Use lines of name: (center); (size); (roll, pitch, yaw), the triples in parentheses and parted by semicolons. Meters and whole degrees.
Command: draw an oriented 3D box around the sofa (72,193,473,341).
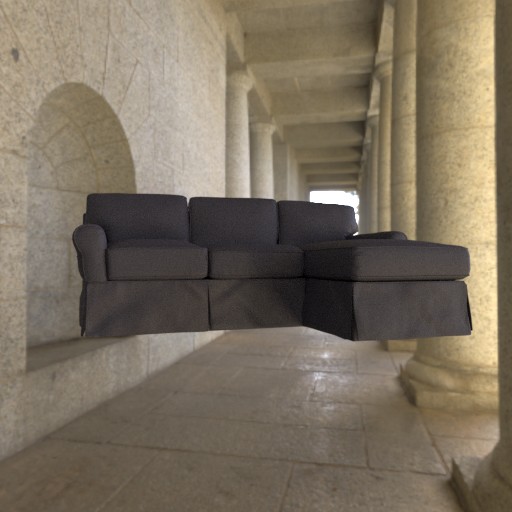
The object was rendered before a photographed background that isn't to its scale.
sofa: (0.000, 0.000, 3.247); (2.518, 1.039, 1.637); (0, -1, -18)
